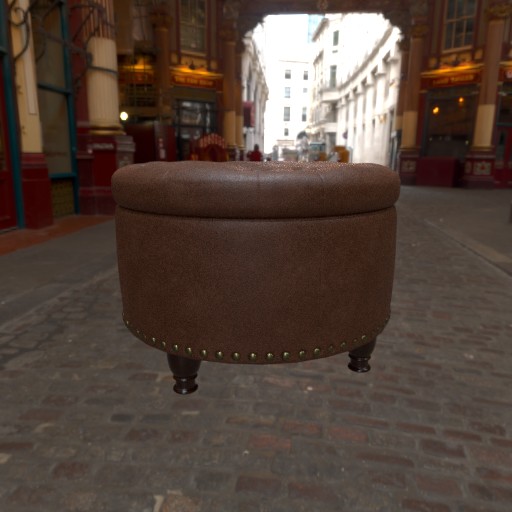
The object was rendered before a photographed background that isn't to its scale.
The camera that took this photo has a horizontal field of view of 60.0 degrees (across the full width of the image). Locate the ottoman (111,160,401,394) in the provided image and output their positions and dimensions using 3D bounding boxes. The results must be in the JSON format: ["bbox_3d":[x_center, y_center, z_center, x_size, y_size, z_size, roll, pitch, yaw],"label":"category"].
[{"bbox_3d":[0.000,0.000,1.062,0.637,0.442,0.637,0,13,0],"label":"ottoman"}]
